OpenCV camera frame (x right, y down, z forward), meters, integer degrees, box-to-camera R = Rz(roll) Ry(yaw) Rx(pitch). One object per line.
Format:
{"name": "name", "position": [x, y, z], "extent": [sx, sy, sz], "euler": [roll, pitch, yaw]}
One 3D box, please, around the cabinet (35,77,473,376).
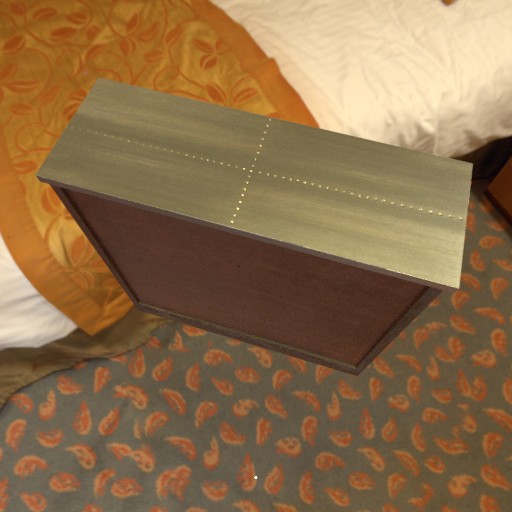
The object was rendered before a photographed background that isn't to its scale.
{"name": "cabinet", "position": [0.000, 0.000, 1.447], "extent": [0.968, 0.919, 0.338], "euler": [15, 64, 8]}
